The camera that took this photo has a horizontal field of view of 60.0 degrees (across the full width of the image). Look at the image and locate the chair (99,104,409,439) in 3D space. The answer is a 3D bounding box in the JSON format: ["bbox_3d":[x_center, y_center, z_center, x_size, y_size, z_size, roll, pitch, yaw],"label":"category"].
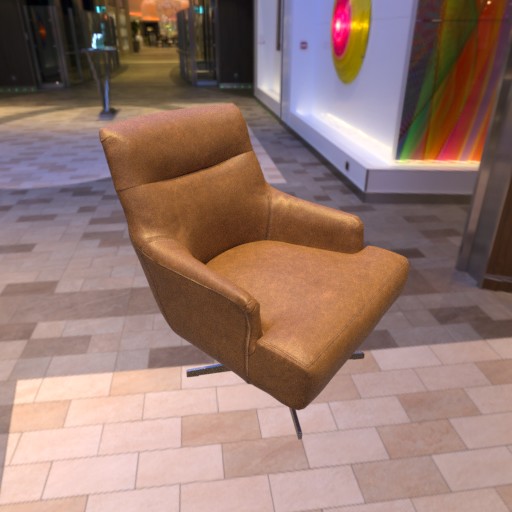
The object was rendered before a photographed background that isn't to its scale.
[{"bbox_3d":[0.000,0.000,1.507,0.874,0.869,0.729,18,32,32],"label":"chair"}]
